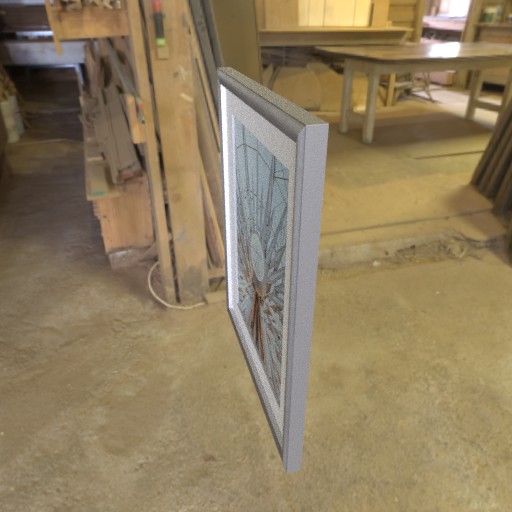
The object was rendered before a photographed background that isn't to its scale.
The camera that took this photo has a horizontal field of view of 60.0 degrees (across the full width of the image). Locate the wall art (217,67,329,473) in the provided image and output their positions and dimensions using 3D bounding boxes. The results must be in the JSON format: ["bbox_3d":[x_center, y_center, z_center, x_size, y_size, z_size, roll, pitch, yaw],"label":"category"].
[{"bbox_3d":[0.000,0.000,0.774,0.029,0.558,0.458,-8,31,-13],"label":"wall art"}]
